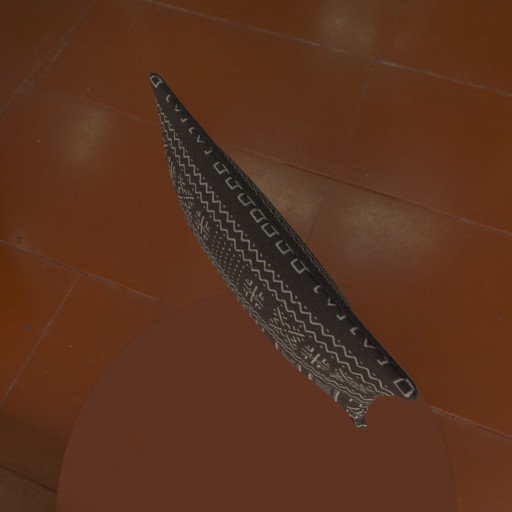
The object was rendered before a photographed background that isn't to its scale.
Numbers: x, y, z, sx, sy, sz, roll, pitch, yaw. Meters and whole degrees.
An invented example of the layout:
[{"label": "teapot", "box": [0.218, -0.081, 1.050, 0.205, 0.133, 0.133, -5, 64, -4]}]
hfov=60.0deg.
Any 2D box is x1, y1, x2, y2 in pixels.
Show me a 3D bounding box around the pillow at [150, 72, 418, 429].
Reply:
[{"label": "pillow", "box": [0.000, 0.000, 0.780, 0.135, 0.322, 0.667, -32, 68, -14]}]
